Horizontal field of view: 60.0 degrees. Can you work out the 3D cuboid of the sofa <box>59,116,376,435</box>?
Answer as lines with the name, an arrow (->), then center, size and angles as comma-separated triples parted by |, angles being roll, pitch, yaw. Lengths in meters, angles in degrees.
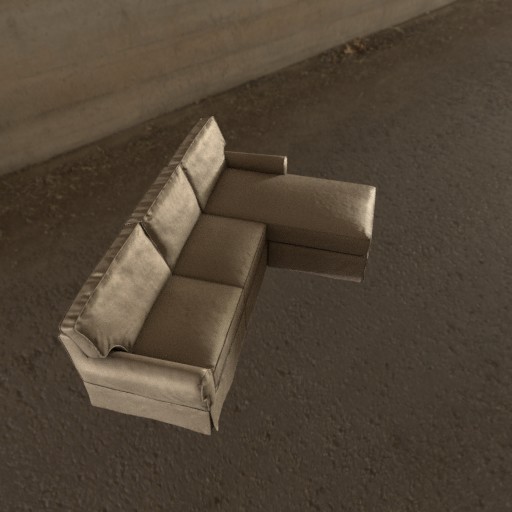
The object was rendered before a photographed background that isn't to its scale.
sofa -> 0.000, 0.000, 3.374 | 1.733, 0.978, 2.475 | 10, 46, 10
